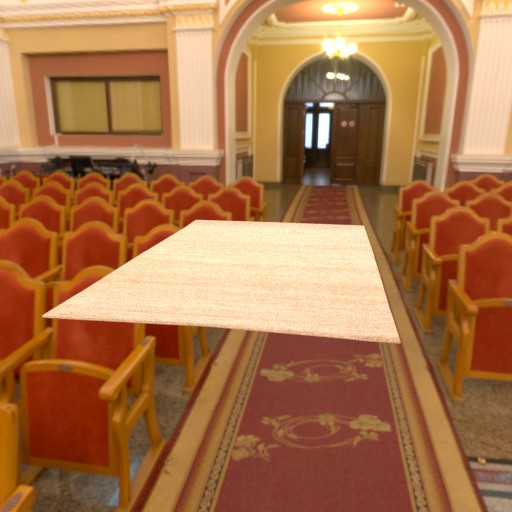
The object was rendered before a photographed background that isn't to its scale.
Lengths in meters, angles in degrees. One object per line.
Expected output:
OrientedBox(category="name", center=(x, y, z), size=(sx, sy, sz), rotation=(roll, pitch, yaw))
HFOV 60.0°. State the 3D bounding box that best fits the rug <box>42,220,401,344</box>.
OrientedBox(category="rug", center=(0.000, 0.000, 2.995), size=(1.574, 0.029, 2.346), rotation=(3, 16, 10))
